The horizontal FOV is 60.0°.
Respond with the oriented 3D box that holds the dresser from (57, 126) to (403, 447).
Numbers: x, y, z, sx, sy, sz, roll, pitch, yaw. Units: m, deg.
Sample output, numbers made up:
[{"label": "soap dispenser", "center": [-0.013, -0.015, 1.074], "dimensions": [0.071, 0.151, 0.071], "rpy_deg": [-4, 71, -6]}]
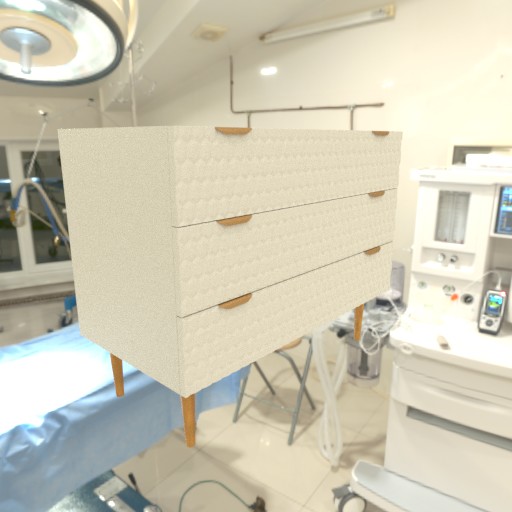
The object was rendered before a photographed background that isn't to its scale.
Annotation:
[{"label": "dresser", "center": [0.000, 0.000, 1.324], "dimensions": [0.457, 0.721, 0.905], "rpy_deg": [13, 20, 41]}]
